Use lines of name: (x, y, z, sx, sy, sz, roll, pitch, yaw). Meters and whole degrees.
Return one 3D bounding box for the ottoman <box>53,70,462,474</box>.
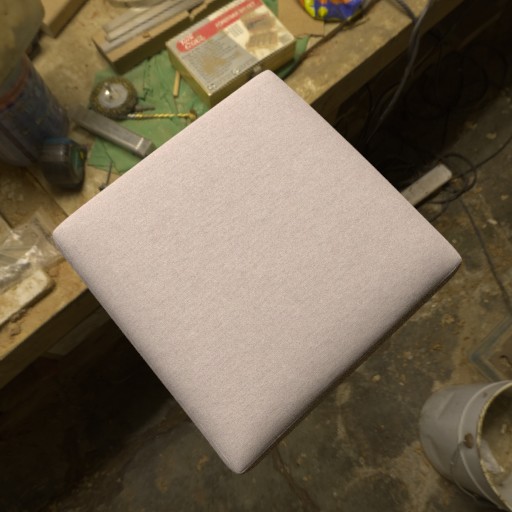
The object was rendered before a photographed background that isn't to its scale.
ottoman: (0.000, 0.000, 1.614, 1.041, 0.470, 1.041, -40, 78, -10)
